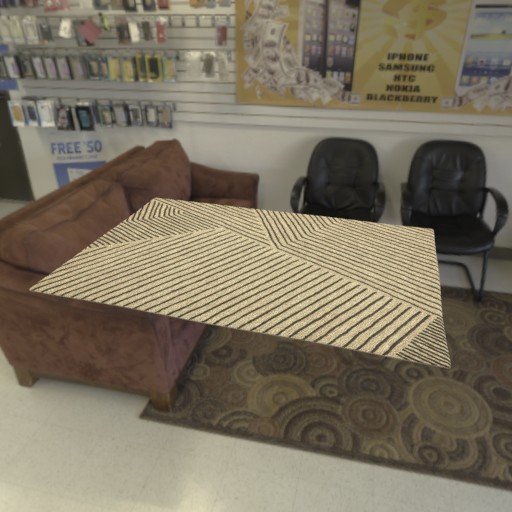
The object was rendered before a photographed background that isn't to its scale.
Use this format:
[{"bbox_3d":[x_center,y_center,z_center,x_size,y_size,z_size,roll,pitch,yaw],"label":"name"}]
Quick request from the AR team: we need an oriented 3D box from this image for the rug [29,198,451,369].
[{"bbox_3d":[0.000,0.000,2.350,1.842,0.019,1.237,8,29,14],"label":"rug"}]
